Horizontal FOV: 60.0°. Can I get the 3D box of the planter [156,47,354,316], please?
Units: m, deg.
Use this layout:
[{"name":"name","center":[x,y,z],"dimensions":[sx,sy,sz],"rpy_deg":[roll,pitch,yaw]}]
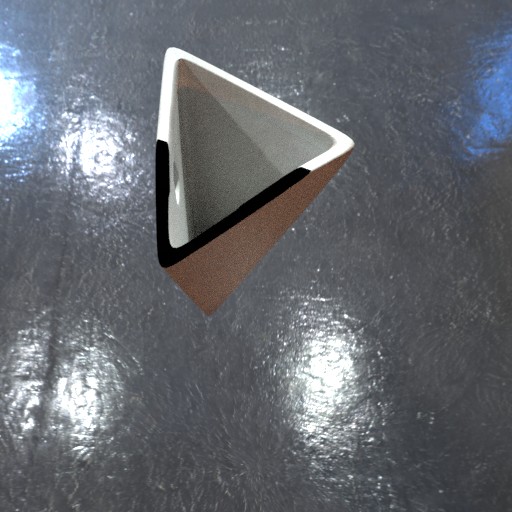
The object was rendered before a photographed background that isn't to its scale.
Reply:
[{"name":"planter","center":[0.000,0.000,0.159],"dimensions":[0.047,0.130,0.058],"rpy_deg":[-1,65,-1]}]
